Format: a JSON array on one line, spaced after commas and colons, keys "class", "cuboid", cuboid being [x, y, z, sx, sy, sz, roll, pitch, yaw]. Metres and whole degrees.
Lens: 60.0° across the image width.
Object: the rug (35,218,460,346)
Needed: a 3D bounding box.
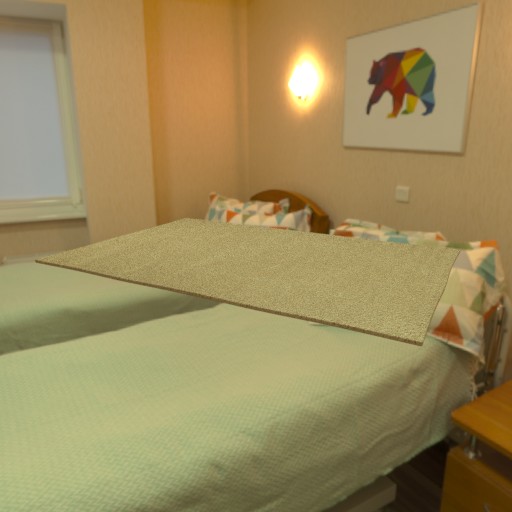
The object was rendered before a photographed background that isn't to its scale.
[{"class": "rug", "cuboid": [0.000, 0.000, 3.373, 2.699, 0.025, 1.800, 9, 18, 28]}]
